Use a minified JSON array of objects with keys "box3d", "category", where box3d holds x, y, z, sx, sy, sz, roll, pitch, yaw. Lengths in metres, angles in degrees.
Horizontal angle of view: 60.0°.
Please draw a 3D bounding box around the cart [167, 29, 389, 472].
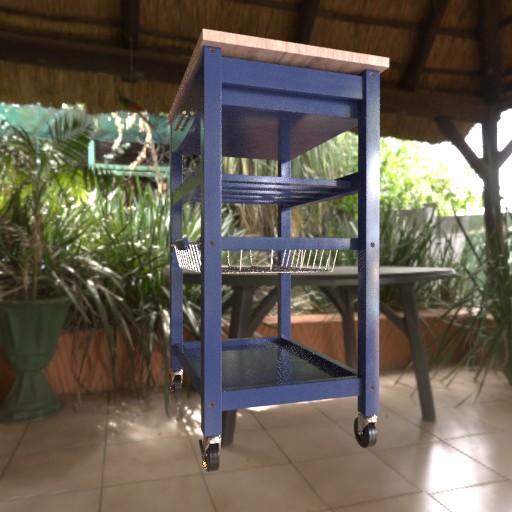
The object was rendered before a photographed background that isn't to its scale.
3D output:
[{"box3d":[0.000,0.000,1.153,0.403,0.839,0.584,0,0,-18],"category":"cart"}]
